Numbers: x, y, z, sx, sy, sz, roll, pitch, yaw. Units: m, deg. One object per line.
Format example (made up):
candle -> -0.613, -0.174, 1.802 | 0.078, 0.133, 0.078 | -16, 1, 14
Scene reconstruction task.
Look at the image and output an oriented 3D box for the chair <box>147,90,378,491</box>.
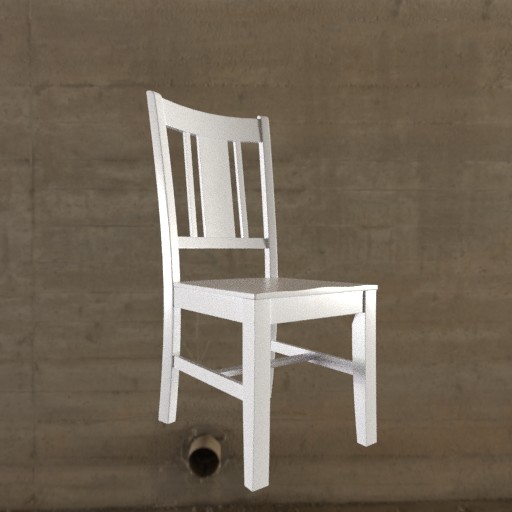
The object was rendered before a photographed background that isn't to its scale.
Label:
chair -> 0.000, 0.000, 1.276 | 0.450, 0.998, 0.555 | -1, 1, -36
